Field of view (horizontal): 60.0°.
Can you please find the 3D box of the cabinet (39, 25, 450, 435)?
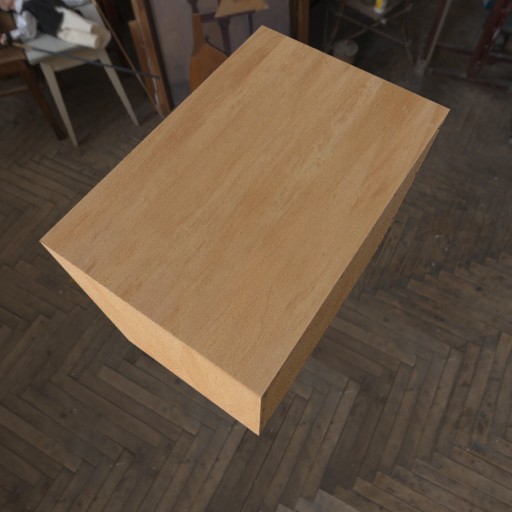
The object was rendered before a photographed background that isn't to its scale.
[{"bbox_3d":[0.000,0.000,0.939,0.394,0.599,0.551,31,67,15],"label":"cabinet"}]
